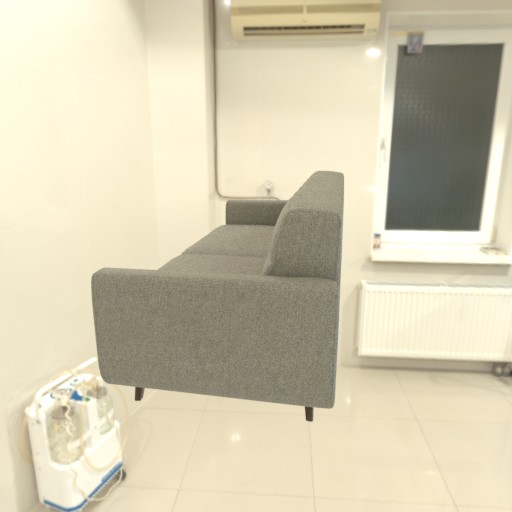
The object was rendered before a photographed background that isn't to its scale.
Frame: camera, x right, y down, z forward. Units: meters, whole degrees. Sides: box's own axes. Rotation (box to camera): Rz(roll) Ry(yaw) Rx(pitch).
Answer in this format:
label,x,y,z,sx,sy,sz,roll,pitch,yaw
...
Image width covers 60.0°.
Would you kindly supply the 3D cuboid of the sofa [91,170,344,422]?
label,x,y,z,sx,sy,sz,roll,pitch,yaw
sofa,0.000,0.000,2.557,0.968,0.873,2.055,3,15,11
